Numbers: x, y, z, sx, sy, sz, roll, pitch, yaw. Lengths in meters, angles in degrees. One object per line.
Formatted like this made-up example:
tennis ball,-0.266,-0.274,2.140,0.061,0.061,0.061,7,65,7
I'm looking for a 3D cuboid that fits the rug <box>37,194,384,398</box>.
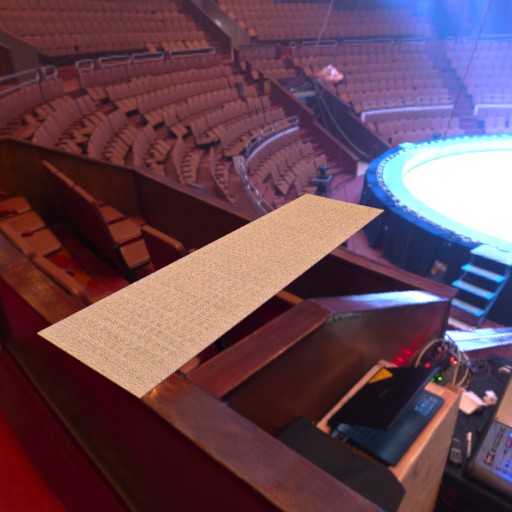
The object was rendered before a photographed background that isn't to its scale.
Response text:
rug,0.000,0.000,2.711,0.686,0.006,2.437,18,31,32
